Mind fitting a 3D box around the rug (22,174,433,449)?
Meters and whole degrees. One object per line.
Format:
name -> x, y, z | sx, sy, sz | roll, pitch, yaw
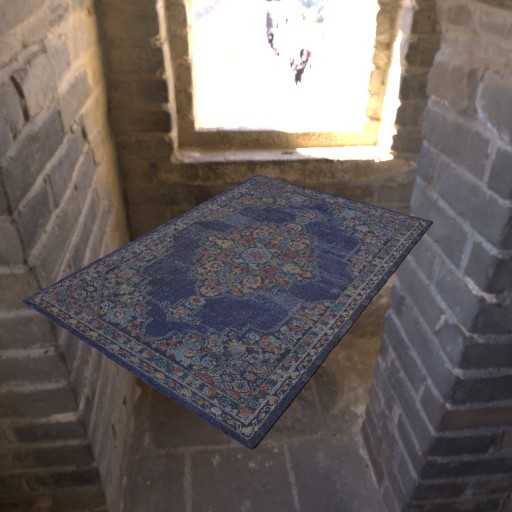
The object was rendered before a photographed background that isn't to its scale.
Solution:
rug -> 0.000, 0.000, 3.683 | 2.053, 0.011, 2.940 | 21, 38, 29
